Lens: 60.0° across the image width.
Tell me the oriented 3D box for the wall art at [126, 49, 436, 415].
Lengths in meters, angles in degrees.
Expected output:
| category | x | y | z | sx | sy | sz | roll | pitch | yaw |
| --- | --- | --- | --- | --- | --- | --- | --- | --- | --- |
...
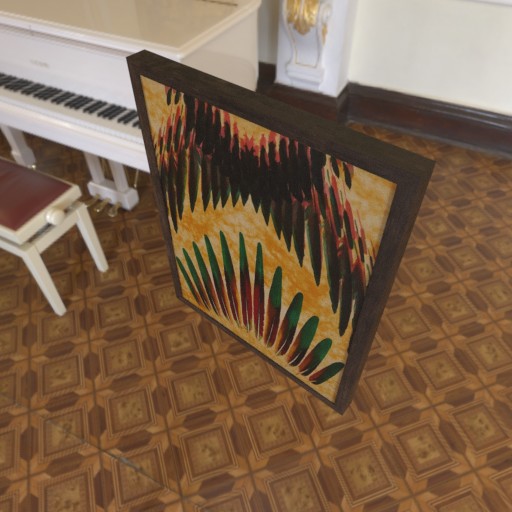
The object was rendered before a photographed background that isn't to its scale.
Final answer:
| category | x | y | z | sx | sy | sz | roll | pitch | yaw |
| --- | --- | --- | --- | --- | --- | --- | --- | --- | --- |
| wall art | 0.000 | 0.000 | 0.546 | 0.329 | 0.406 | 0.027 | 30 | 54 | 26 |
